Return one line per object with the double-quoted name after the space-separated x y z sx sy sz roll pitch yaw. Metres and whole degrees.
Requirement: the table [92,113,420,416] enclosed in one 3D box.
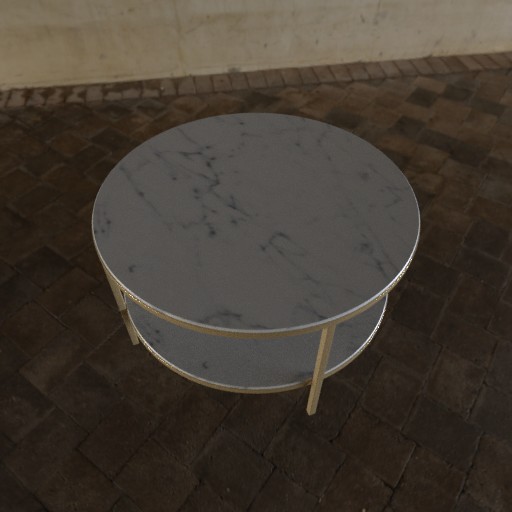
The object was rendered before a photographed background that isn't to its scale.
0.000 0.000 1.273 0.800 0.450 0.800 0 48 0 "table"
